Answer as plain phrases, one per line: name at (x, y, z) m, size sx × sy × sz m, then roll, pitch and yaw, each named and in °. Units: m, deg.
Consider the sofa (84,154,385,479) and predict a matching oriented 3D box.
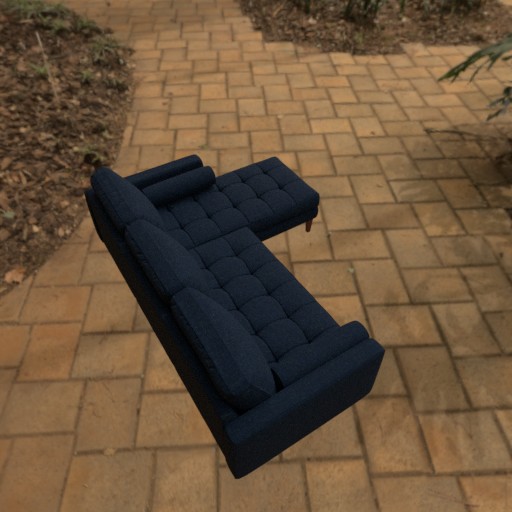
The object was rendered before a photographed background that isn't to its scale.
sofa at (0.000, 0.000, 2.995) m, size 1.613 × 0.841 × 2.185 m, roll -24°, pitch 51°, yaw -22°
